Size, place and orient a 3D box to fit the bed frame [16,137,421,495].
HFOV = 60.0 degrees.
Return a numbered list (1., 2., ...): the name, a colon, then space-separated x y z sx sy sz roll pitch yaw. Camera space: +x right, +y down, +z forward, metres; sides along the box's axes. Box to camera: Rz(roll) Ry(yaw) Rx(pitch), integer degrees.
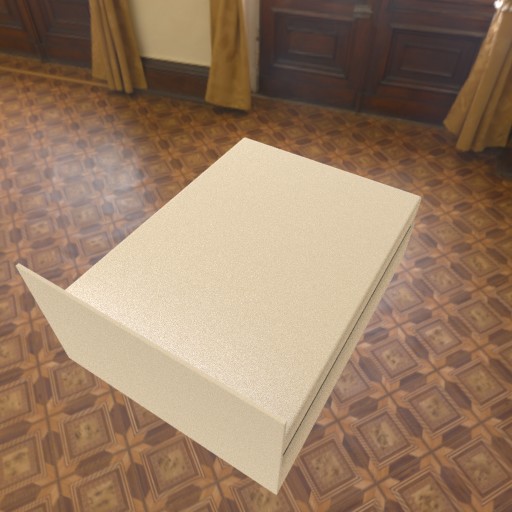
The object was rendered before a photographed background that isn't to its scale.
1. bed frame: 0.000 0.000 2.610 1.400 0.800 1.900 24 51 21
